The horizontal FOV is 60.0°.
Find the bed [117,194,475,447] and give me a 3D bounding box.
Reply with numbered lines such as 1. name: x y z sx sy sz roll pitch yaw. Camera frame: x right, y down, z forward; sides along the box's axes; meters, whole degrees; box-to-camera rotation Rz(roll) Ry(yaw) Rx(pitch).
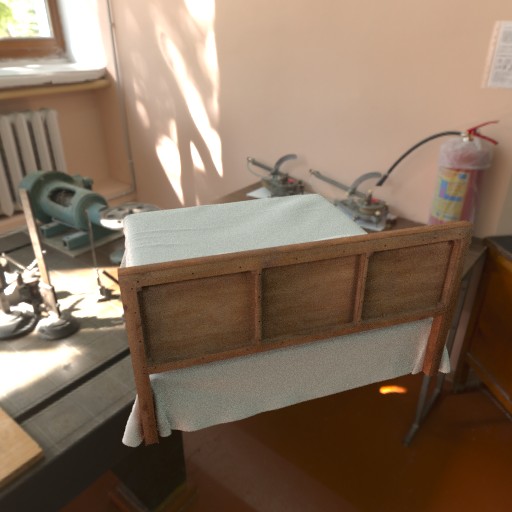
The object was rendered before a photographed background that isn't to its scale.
1. bed: 0.000 0.000 3.490 2.255 1.158 2.165 -8 29 -15
